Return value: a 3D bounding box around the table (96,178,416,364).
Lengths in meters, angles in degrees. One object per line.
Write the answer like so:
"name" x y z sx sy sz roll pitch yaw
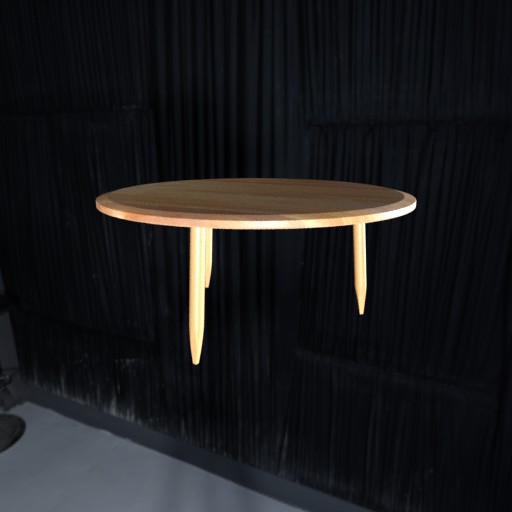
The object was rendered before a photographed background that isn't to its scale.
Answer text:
"table" 0.000 0.000 1.369 0.900 0.400 0.900 0 15 0
